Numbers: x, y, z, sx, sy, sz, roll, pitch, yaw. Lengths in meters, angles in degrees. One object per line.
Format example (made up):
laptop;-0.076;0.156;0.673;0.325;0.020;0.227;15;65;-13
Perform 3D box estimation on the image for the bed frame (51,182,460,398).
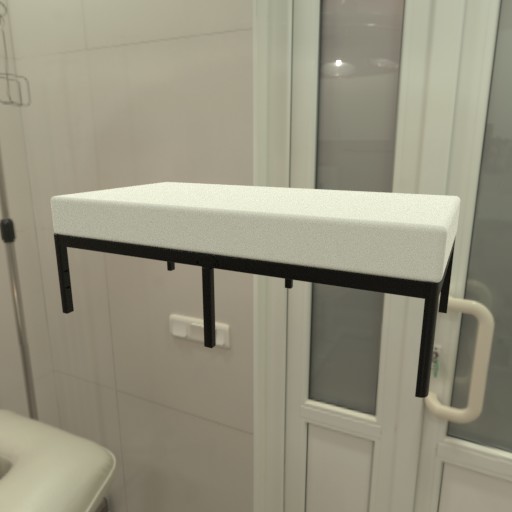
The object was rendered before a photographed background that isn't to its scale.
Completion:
bed frame;0.000;0.000;2.437;1.950;0.659;1.023;7;16;26
